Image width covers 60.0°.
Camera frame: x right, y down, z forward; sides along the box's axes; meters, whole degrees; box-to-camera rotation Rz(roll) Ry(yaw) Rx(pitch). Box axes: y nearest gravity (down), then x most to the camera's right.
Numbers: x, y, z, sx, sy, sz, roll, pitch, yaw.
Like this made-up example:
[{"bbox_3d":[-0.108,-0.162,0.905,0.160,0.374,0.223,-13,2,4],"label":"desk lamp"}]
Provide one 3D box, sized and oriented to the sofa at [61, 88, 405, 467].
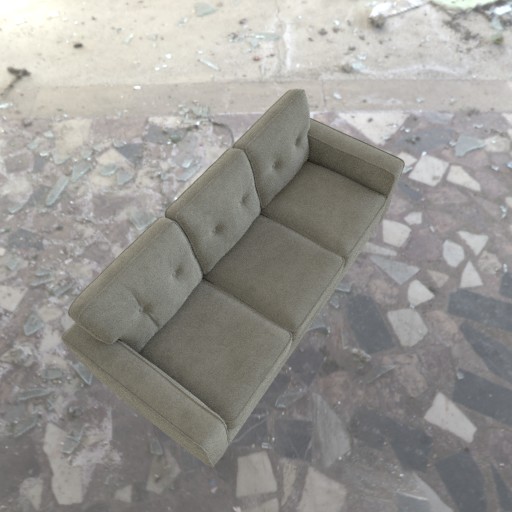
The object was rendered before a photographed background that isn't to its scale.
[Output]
[{"bbox_3d":[0.000,0.000,2.674,0.939,0.965,2.133,30,62,18],"label":"sofa"}]
